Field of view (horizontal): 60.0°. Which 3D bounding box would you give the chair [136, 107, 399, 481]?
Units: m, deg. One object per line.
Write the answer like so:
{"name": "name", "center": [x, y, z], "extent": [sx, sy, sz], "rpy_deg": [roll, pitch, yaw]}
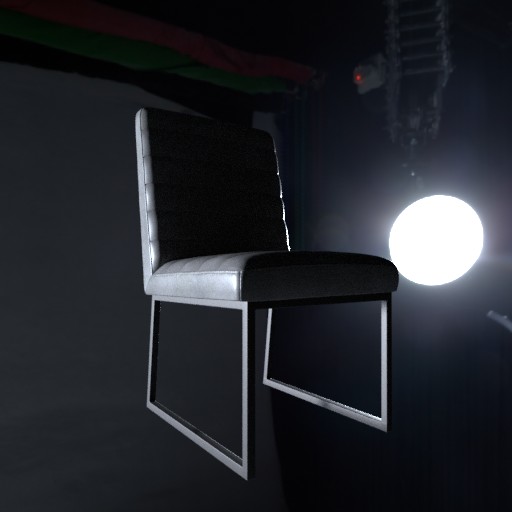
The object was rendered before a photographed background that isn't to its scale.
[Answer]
{"name": "chair", "center": [0.000, 0.000, 1.290], "extent": [0.520, 0.930, 0.634], "rpy_deg": [0, 0, -35]}
